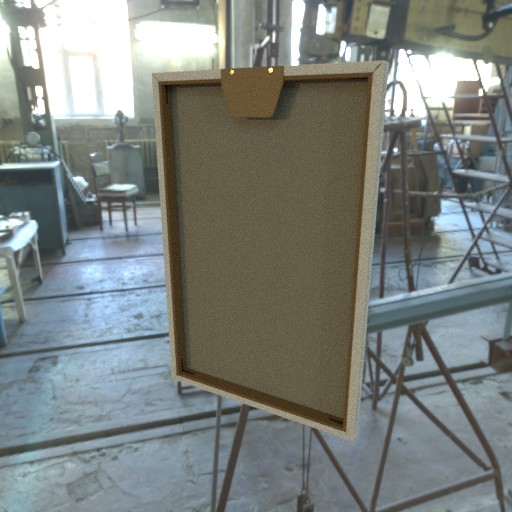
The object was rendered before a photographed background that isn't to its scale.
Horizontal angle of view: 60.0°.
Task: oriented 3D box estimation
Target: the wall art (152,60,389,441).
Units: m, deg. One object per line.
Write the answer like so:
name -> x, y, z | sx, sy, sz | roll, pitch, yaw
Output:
wall art -> 0.000, 0.000, 1.168 | 0.602, 0.916, 0.048 | 10, 20, 27
